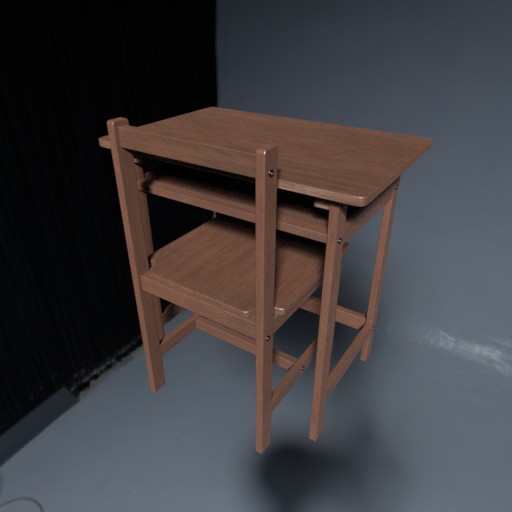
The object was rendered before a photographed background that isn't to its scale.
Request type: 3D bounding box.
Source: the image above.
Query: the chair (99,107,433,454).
[{"bbox_3d":[0.000,0.000,1.046,0.599,0.673,0.463,18,35,29],"label":"chair"}]
